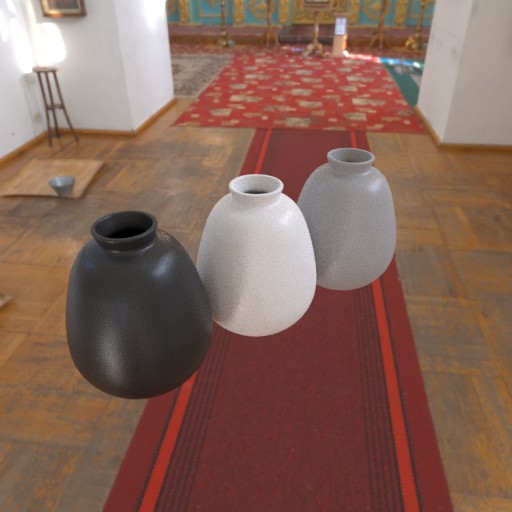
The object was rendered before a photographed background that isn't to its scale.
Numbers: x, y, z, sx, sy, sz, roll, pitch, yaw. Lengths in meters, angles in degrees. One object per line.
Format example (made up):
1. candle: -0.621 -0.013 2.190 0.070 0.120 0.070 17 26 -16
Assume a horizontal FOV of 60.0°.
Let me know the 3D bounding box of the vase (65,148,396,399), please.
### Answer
1. vase: 0.000 0.000 0.350 0.297 0.122 0.097 -22 38 -31
